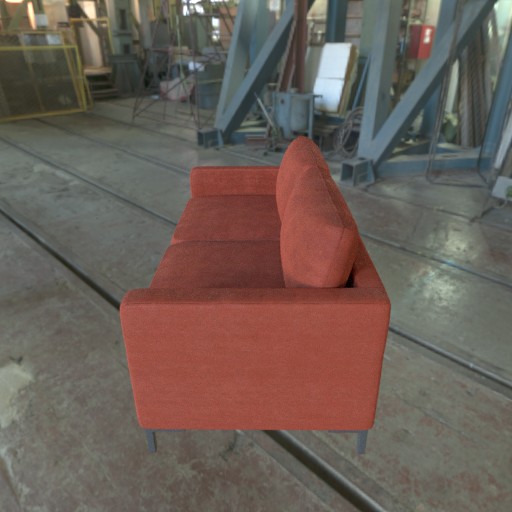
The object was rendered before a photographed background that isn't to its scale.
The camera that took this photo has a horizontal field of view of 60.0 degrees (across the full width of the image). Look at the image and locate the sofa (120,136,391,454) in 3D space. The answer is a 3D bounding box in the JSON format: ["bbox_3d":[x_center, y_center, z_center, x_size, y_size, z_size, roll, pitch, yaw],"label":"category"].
[{"bbox_3d":[0.000,0.000,2.130,0.864,0.896,1.574,0,27,1],"label":"sofa"}]
